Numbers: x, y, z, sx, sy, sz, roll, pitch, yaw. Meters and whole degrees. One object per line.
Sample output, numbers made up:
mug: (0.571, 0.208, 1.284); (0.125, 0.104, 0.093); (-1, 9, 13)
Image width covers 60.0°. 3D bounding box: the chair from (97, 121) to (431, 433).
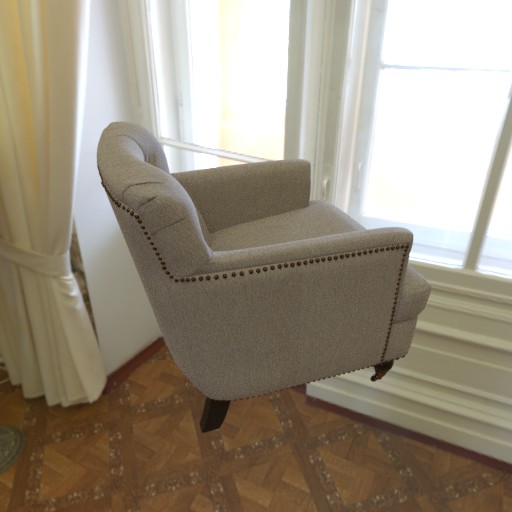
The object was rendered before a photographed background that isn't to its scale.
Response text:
chair: (0.000, 0.000, 1.497); (0.902, 0.823, 0.737); (-10, 31, -16)
